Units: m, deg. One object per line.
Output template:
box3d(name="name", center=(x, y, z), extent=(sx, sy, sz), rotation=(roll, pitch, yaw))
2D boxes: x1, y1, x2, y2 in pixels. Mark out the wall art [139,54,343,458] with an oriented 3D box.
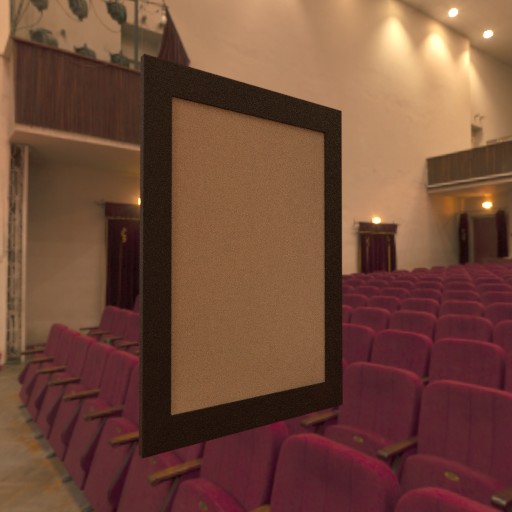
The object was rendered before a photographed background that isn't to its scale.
box3d(name="wall art", center=(0.000, 0.000, 0.666), extent=(0.359, 0.508, 0.013), rotation=(1, -1, -36))
